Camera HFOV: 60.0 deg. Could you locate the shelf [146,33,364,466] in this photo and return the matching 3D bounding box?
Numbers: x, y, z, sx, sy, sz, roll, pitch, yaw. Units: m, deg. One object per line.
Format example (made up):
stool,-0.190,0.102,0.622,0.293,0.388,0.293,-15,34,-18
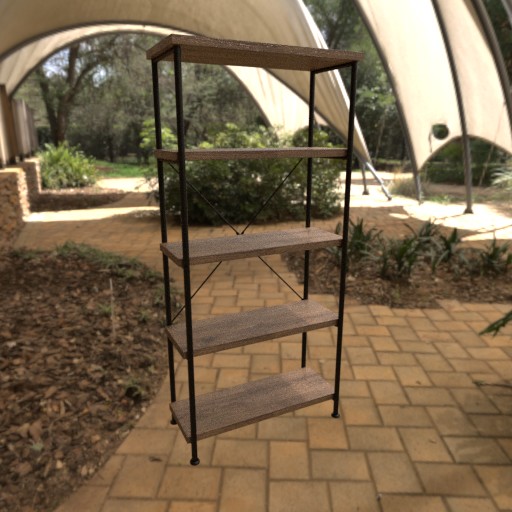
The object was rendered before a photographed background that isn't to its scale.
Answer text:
shelf,0.000,0.000,2.006,0.800,1.700,0.360,-7,17,-25
